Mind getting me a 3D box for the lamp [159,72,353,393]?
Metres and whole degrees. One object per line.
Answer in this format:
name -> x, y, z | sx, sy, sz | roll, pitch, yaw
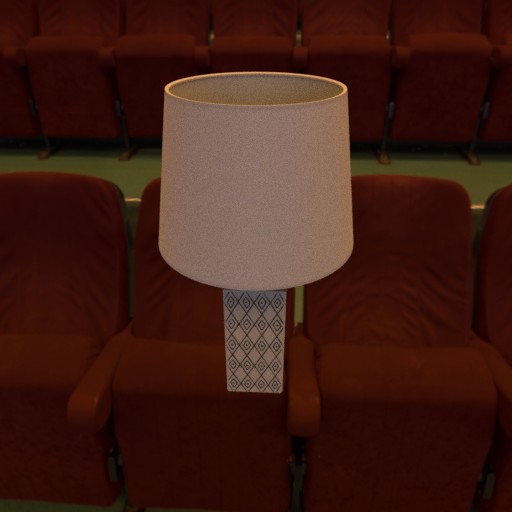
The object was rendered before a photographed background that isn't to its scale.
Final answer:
lamp -> 0.000, 0.000, 0.599 | 0.251, 0.435, 0.251 | 0, 31, 0
